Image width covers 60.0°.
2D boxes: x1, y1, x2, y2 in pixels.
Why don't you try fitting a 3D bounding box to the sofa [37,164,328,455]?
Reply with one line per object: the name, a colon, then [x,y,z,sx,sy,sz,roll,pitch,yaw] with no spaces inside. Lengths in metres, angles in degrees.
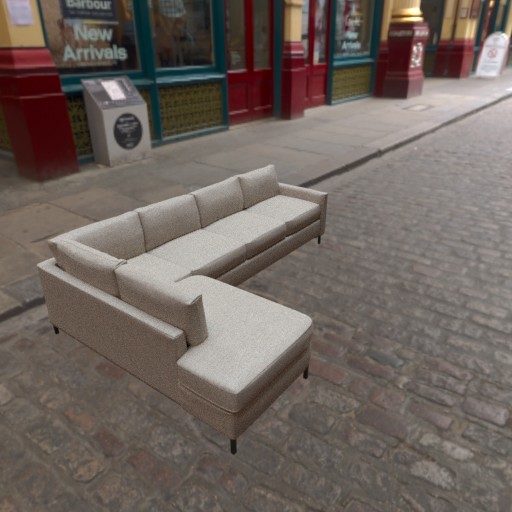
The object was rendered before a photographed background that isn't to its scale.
sofa: [0.000,0.000,3.184,1.617,0.703,2.423,18,31,33]
